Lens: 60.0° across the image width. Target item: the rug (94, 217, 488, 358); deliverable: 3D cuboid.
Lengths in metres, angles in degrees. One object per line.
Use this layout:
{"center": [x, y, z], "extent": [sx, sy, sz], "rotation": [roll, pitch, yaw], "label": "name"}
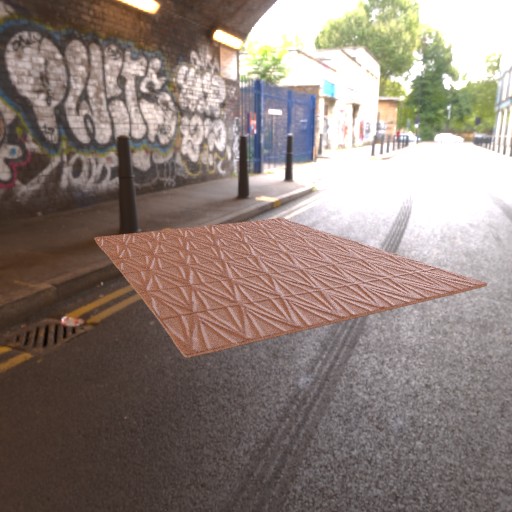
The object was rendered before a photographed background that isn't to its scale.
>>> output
{"center": [0.000, 0.000, 4.146], "extent": [2.453, 0.043, 3.052], "rotation": [-8, 18, -27], "label": "rug"}
